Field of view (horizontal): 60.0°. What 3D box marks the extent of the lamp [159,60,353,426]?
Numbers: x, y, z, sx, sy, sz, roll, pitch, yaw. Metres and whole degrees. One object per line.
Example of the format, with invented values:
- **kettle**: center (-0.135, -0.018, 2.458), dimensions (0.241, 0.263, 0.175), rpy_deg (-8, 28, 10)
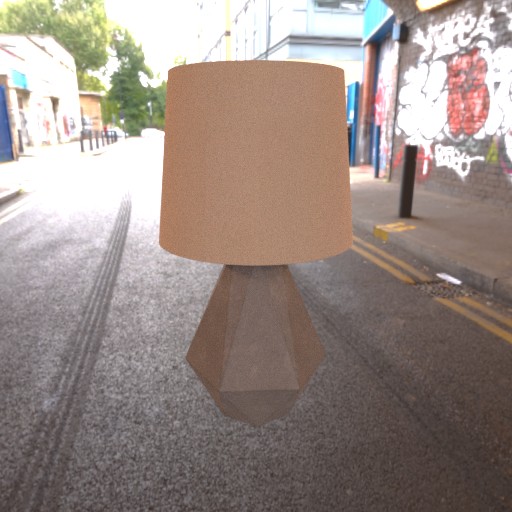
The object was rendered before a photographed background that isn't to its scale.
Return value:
- **lamp**: center (0.000, 0.000, 0.651), dimensions (0.276, 0.501, 0.276), rpy_deg (0, 16, 0)
